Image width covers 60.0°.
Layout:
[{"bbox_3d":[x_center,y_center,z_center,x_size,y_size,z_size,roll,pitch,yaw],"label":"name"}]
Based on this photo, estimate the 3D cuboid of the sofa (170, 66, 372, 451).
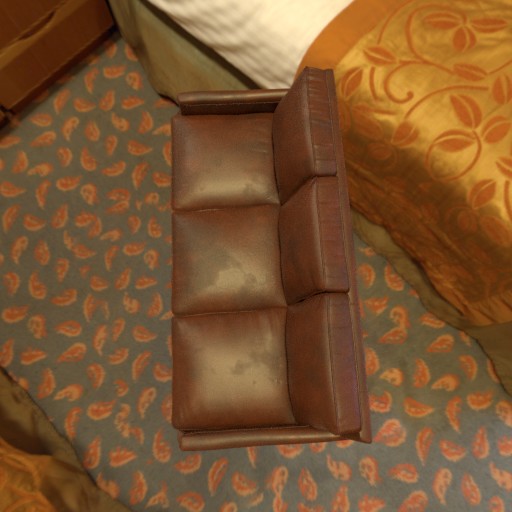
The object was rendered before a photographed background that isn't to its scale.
[{"bbox_3d":[0.000,0.000,2.799,1.084,1.003,2.240,-3,76,-1],"label":"sofa"}]
